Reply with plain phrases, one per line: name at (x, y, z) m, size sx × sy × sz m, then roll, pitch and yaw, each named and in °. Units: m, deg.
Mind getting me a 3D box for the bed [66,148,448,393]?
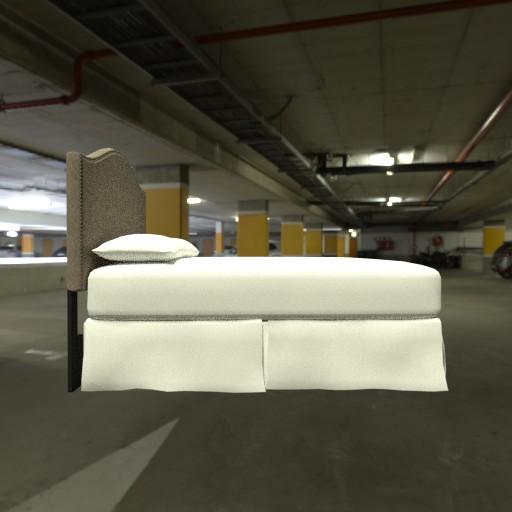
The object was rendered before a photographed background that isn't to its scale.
bed at (0.000, 0.000, 3.245) m, size 2.153 × 1.518 × 1.713 m, roll 0°, pitch 1°, yaw -1°
